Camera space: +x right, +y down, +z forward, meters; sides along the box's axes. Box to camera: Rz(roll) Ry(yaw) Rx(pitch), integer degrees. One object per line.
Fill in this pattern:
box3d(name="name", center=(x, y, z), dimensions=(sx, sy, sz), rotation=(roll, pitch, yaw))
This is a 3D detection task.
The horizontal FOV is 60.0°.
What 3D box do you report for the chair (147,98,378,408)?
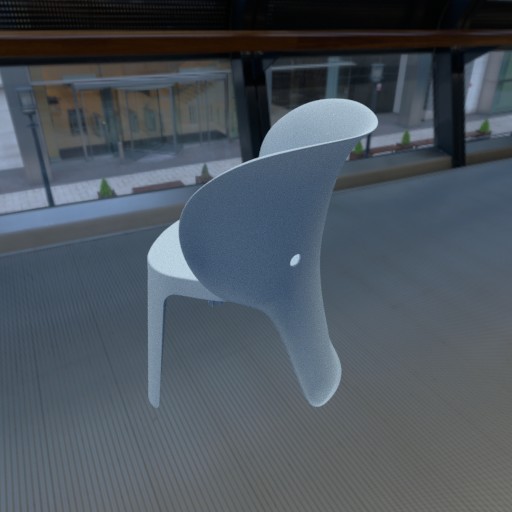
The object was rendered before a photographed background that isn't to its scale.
box3d(name="chair", center=(0.000, 0.000, 0.883), dimensions=(0.402, 0.554, 0.451), rotation=(8, 30, 14))
